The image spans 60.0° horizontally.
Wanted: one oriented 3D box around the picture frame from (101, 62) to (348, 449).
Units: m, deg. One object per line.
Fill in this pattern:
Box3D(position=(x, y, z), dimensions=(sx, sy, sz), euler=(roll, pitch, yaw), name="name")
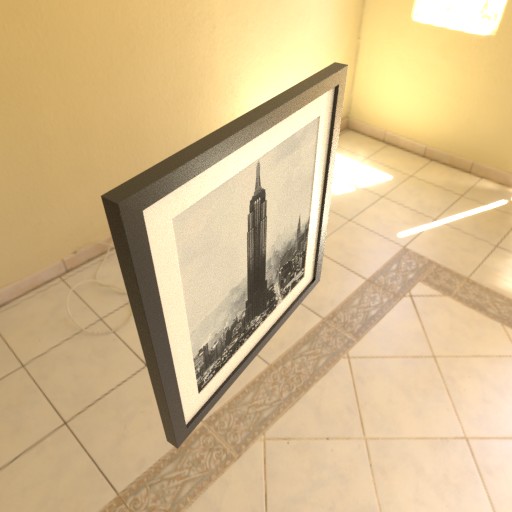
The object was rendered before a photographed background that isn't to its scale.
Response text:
Box3D(position=(0.000, 0.000, 0.838), dimensions=(0.029, 0.557, 0.559), euler=(25, 46, 26), name="picture frame")
